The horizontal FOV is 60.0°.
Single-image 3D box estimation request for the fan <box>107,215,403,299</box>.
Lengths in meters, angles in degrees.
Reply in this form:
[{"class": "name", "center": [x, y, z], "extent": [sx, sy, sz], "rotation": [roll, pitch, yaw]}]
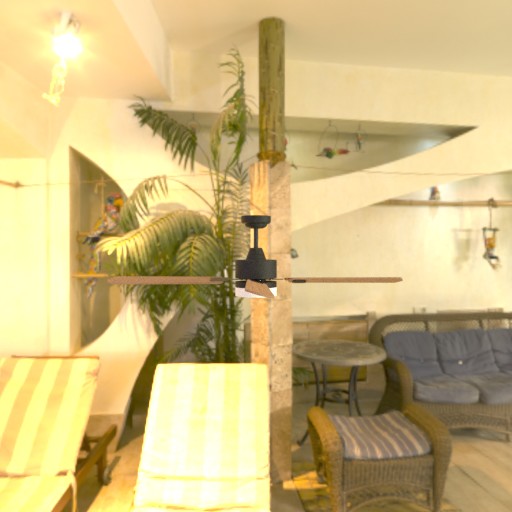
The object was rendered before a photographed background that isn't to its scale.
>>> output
[{"class": "fan", "center": [0.000, 0.000, 1.986], "extent": [1.320, 0.355, 1.320], "rotation": [0, 1, -1]}]
